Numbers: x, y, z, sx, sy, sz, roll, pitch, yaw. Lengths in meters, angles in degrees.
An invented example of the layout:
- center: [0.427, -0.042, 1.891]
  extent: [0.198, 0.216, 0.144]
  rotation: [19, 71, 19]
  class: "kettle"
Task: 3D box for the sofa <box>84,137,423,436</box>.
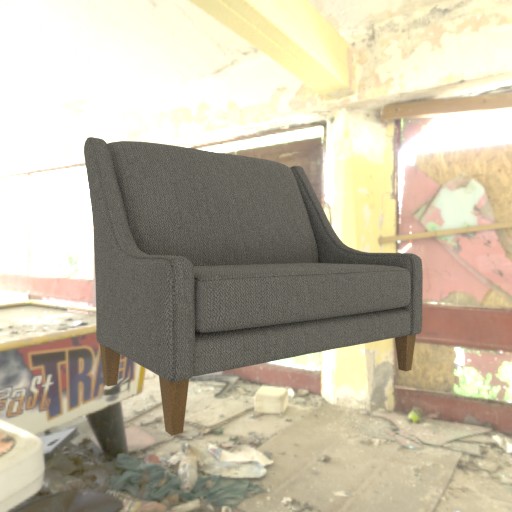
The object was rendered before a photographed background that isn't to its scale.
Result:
- center: [0.000, 0.000, 1.928]
  extent: [1.242, 1.022, 0.873]
  rotation: [-1, 1, -36]
  class: "sofa"
